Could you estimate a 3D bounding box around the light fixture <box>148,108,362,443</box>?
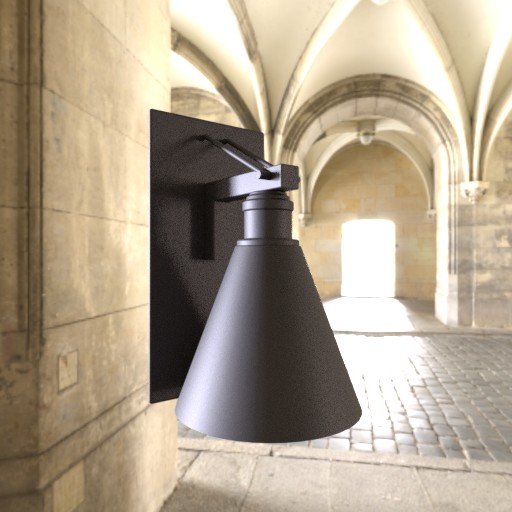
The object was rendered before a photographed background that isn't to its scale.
[{"bbox_3d":[0.000,0.000,0.426,0.170,0.298,0.207,0,0,-37],"label":"light fixture"}]
